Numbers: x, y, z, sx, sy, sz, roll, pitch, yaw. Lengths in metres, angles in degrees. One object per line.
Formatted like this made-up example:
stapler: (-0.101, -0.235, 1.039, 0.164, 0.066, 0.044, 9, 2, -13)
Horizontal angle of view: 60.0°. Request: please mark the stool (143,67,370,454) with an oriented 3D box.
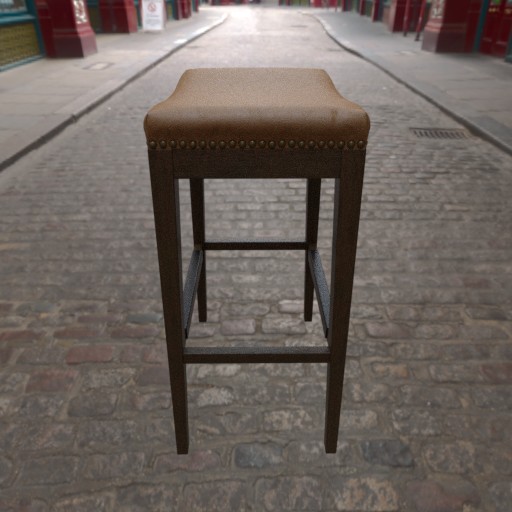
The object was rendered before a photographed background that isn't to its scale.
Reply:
stool: (0.000, 0.000, 1.031, 0.361, 0.759, 0.500, 0, 30, 0)
